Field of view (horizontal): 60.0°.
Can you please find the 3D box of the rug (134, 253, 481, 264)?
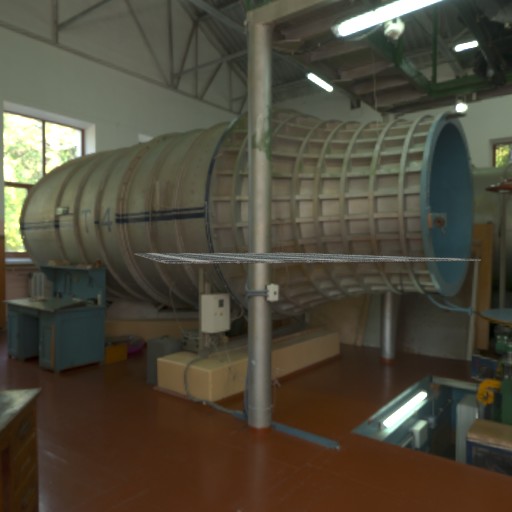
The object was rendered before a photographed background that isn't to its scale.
[{"bbox_3d":[0.000,0.000,3.073,1.520,0.015,2.434,0,1,-18],"label":"rug"}]
